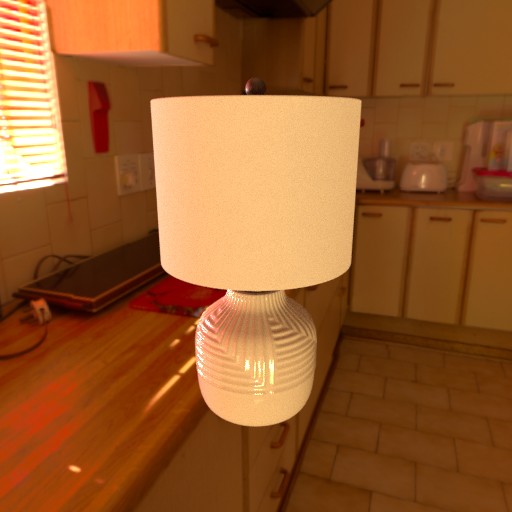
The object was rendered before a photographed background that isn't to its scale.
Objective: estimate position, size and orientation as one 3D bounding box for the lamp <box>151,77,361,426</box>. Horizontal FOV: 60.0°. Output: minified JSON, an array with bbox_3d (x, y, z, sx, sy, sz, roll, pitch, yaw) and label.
[{"bbox_3d":[0.000,0.000,0.756,0.318,0.567,0.318,0,17,0],"label":"lamp"}]
